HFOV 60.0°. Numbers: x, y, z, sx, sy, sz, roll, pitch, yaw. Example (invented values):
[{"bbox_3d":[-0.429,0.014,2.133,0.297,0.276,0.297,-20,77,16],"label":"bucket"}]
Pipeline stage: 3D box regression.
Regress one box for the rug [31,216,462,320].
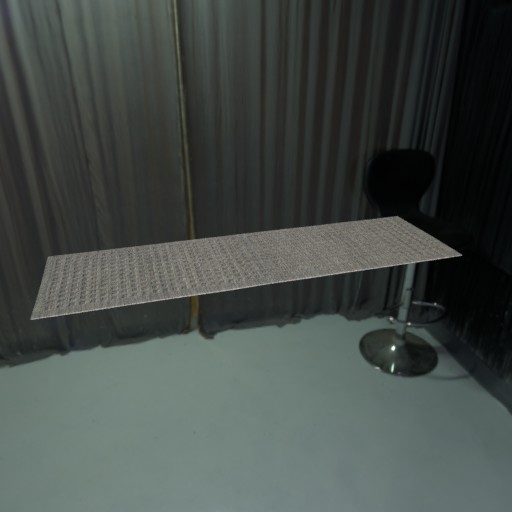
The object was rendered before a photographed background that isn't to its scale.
[{"bbox_3d":[0.000,0.000,2.720,2.443,0.009,0.706,-7,27,-15],"label":"rug"}]
